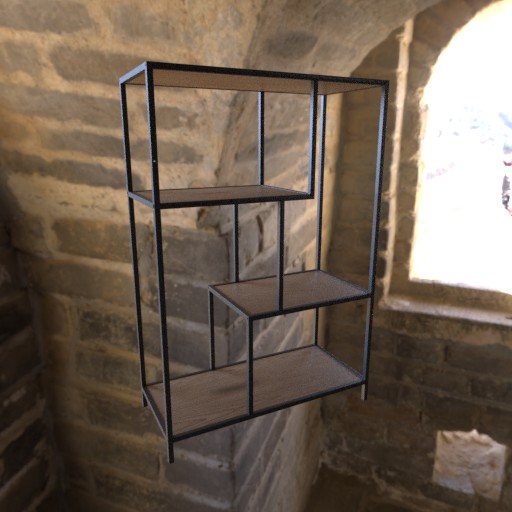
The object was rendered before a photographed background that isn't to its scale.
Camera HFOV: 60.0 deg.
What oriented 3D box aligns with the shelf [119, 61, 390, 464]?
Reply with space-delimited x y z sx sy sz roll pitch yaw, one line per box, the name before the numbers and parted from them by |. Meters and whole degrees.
shelf | 0.000 0.000 1.526 0.770 1.138 0.350 -7 16 -26
